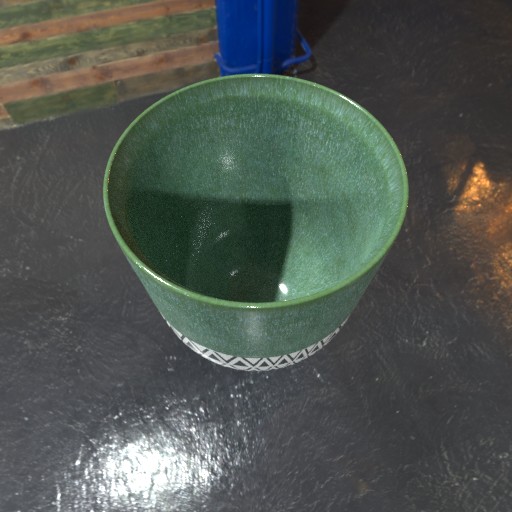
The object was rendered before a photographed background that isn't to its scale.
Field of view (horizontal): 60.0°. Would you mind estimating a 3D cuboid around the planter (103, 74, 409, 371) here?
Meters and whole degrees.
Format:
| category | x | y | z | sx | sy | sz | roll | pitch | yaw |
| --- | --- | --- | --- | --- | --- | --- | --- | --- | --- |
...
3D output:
| category | x | y | z | sx | sy | sz | roll | pitch | yaw |
| --- | --- | --- | --- | --- | --- | --- | --- | --- | --- |
| planter | 0.000 | 0.000 | 0.377 | 0.195 | 0.214 | 0.195 | 0 | 59 | 0 |
